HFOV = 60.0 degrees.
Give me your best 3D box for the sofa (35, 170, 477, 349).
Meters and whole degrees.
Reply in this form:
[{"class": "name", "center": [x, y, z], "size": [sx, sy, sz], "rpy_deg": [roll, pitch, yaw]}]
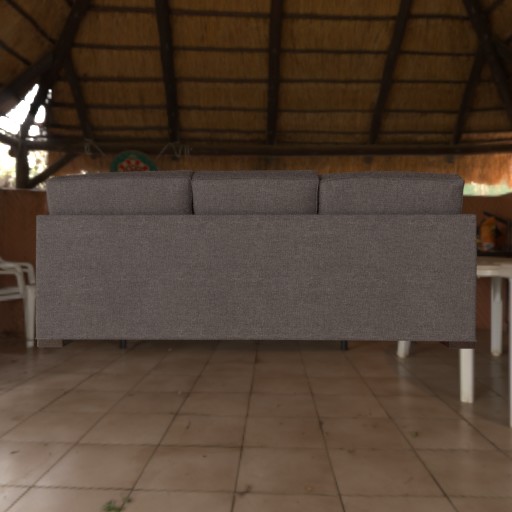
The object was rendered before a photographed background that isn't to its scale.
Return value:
[{"class": "sofa", "center": [0.000, 0.000, 2.851], "size": [2.369, 0.978, 1.004], "rpy_deg": [0, 1, 1]}]
